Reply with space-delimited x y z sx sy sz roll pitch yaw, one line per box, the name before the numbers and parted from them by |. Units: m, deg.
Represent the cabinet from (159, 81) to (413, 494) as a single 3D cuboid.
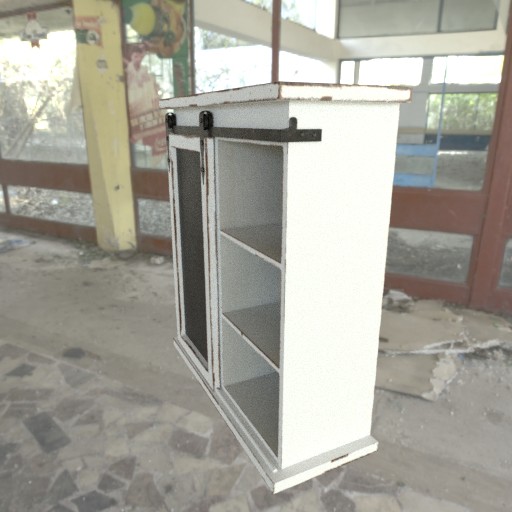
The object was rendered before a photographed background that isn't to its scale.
cabinet | 0.000 0.000 0.881 0.210 0.603 0.541 -8 19 -25
